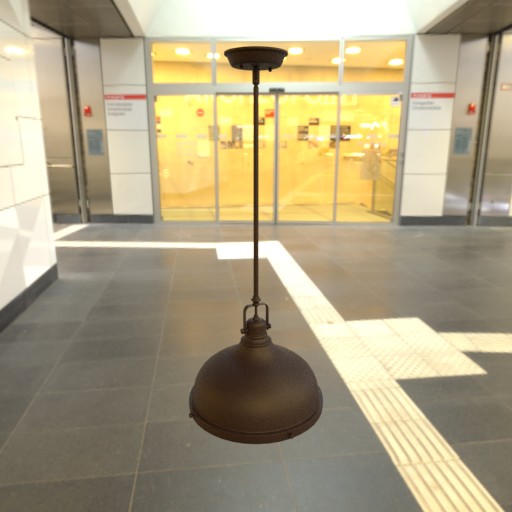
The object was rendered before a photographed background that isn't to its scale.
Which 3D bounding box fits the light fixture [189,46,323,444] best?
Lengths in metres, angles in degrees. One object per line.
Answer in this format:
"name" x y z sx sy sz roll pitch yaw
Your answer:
"light fixture" 0.000 0.000 1.002 0.341 0.849 0.341 -7 16 -26
